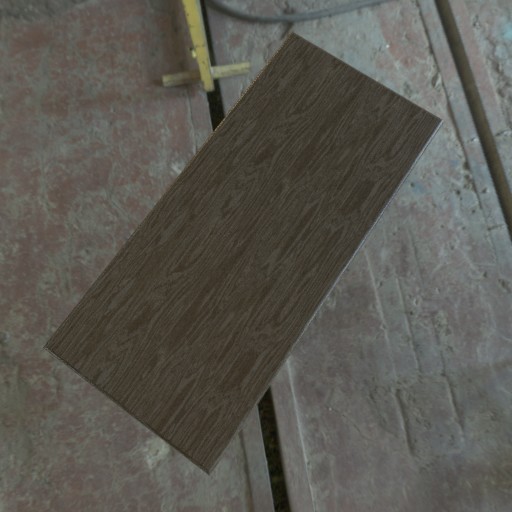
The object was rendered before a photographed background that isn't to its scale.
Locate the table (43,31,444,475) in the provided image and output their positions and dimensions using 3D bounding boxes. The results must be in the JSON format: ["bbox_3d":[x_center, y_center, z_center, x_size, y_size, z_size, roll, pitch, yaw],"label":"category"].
[{"bbox_3d":[0.000,0.000,1.737,0.599,0.780,1.300,34,79,8],"label":"table"}]
